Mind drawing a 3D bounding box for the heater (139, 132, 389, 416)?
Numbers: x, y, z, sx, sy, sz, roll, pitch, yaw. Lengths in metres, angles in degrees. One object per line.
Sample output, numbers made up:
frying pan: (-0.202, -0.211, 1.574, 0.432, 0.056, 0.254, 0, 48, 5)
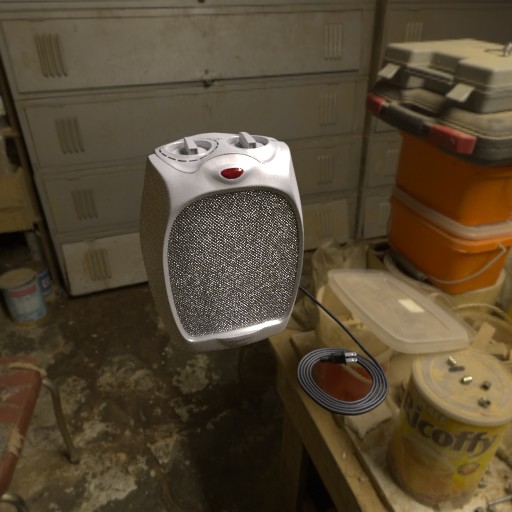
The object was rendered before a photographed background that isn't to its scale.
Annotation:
heater: (0.000, 0.000, 0.491, 0.239, 0.240, 0.291, -10, 33, -16)
